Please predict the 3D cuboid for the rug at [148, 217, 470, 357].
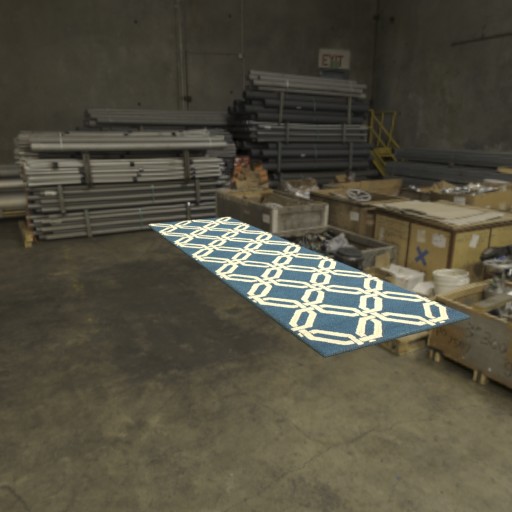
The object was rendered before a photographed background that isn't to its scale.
[{"bbox_3d":[0.000,0.000,2.517,0.678,0.014,2.276,-8,18,-26],"label":"rug"}]
